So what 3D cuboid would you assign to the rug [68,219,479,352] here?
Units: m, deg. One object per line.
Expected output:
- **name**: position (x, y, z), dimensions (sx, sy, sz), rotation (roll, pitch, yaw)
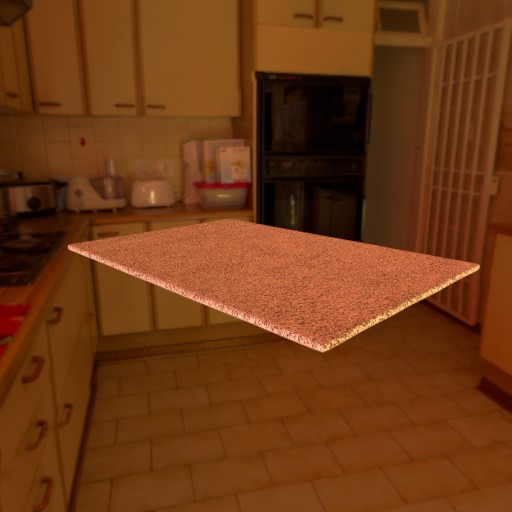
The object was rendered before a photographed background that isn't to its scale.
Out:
- **rug**: position (0.000, 0.000, 2.286), dimensions (1.219, 0.030, 1.778), rotation (-14, 20, -43)
